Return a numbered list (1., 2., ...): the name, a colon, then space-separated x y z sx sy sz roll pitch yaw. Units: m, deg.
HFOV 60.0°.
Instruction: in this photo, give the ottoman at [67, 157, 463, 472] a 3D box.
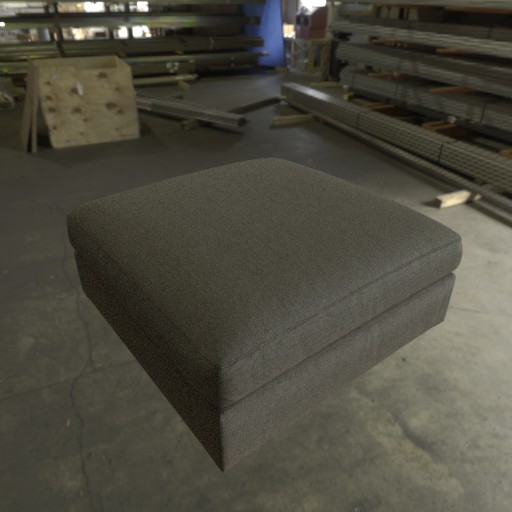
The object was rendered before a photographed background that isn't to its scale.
1. ottoman: 0.000 0.000 1.633 1.041 0.470 1.041 -22 37 -32
